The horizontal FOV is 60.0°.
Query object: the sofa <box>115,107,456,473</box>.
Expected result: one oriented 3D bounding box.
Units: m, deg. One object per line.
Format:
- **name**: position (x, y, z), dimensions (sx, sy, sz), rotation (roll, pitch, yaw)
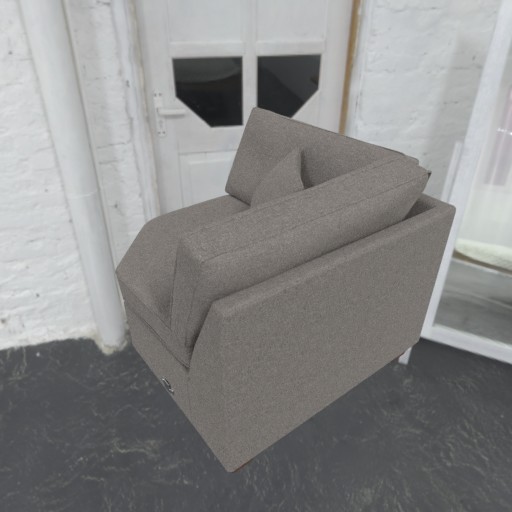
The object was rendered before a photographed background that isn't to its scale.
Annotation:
- **sofa**: position (0.000, 0.000, 1.843), dimensions (1.042, 0.951, 1.050), rotation (-23, 41, -30)
